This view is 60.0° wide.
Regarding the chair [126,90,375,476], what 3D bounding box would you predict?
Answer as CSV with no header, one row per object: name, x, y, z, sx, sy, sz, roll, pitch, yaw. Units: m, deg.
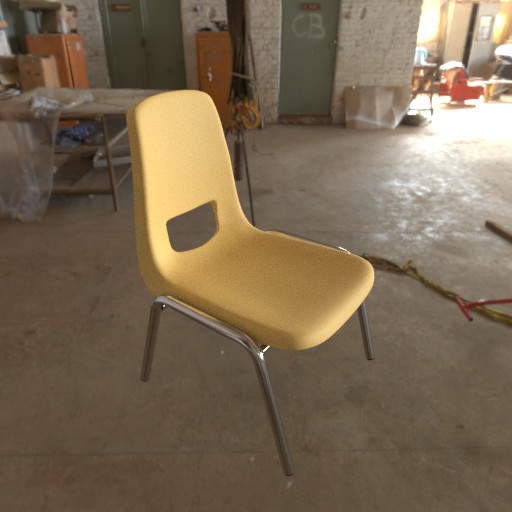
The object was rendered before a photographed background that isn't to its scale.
chair,0.000,0.000,0.804,0.385,0.536,0.354,18,33,31
